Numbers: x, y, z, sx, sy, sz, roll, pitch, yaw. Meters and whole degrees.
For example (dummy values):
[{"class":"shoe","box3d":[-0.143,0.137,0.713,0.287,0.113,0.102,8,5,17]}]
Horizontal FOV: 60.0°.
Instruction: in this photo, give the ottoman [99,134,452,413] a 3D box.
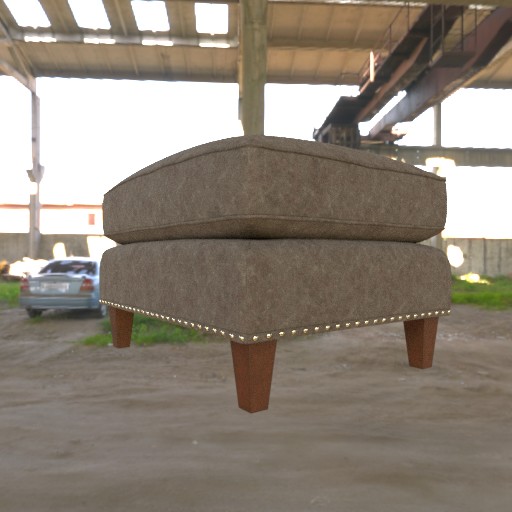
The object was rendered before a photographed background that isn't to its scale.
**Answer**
[{"class":"ottoman","box3d":[0.000,0.000,1.139,0.584,0.513,0.741,0,0,-36]}]
